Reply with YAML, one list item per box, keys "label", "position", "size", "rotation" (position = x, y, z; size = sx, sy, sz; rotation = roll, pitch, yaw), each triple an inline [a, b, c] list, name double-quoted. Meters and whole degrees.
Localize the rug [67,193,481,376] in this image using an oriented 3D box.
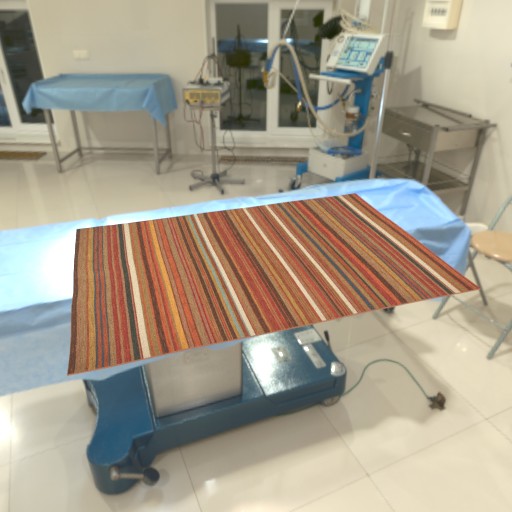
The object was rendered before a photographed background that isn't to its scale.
- label: "rug"
  position: [0.000, 0.000, 2.333]
  size: [1.828, 0.007, 1.217]
  rotation: [-9, 32, -15]
